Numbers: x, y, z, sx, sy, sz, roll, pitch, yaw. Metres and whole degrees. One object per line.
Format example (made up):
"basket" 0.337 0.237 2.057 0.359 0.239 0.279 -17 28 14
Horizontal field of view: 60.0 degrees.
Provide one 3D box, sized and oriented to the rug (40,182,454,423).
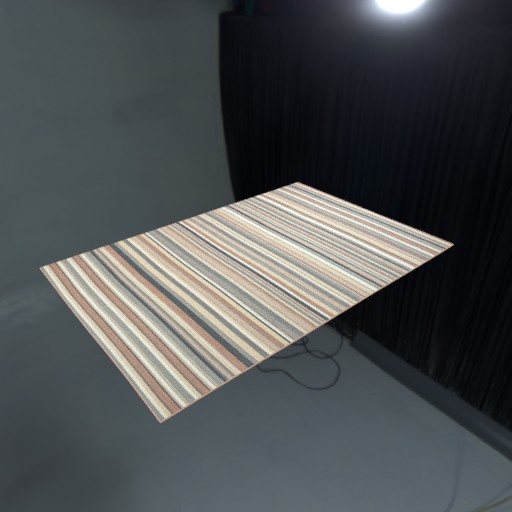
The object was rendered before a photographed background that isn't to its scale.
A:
"rug" 0.000 0.000 2.334 1.829 0.008 1.219 -23 38 -34
